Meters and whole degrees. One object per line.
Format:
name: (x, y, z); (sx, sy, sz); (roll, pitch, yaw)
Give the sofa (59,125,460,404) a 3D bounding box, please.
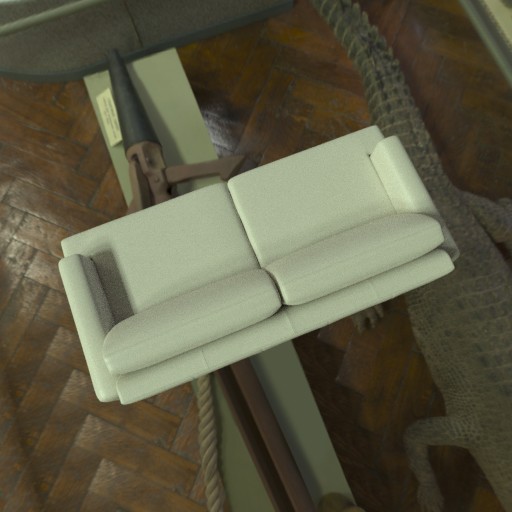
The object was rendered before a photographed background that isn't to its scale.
sofa: (0.000, 0.000, 2.384); (1.940, 0.765, 0.974); (-21, 76, -5)
